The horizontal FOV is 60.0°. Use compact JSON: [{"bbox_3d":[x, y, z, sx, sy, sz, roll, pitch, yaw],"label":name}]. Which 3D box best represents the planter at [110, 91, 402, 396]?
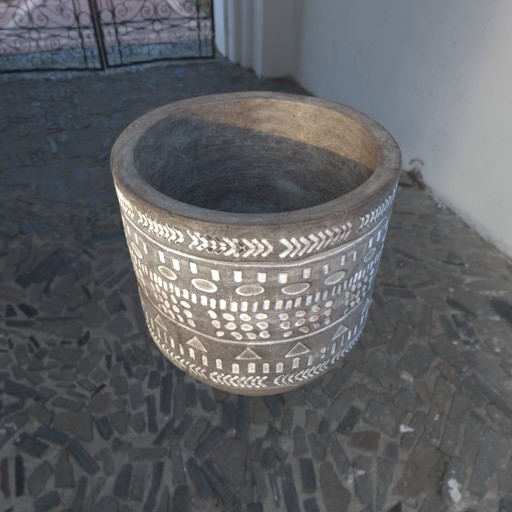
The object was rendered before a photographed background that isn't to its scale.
[{"bbox_3d":[0.000,0.000,0.229,0.122,0.128,0.122,0,40,0],"label":"planter"}]
